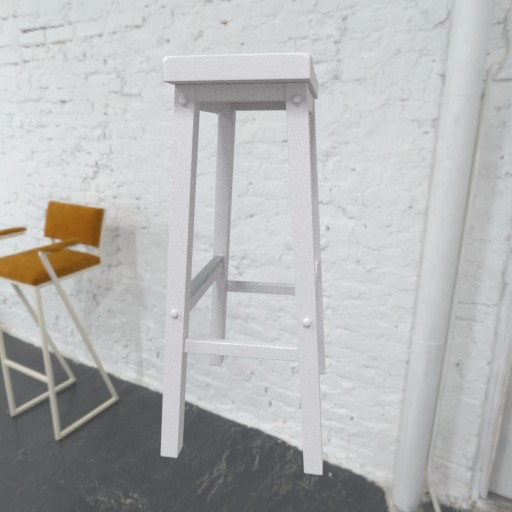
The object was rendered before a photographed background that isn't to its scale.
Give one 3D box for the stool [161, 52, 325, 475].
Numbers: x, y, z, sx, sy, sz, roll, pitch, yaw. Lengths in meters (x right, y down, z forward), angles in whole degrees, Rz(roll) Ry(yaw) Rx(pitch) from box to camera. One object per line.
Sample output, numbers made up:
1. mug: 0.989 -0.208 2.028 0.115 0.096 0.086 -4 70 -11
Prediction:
1. stool: 0.000 0.000 0.960 0.322 0.742 0.406 2 16 9
